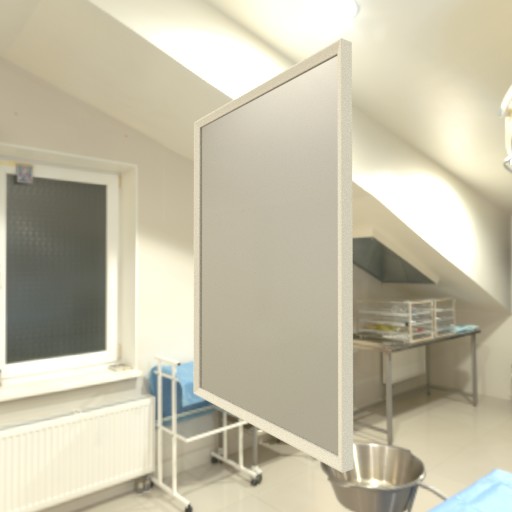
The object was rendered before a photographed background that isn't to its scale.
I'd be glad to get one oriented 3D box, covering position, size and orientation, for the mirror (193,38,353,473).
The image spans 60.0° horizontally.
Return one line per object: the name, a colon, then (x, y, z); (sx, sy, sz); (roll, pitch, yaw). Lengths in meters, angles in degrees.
mirror: (0.000, 0.000, 1.359); (0.041, 1.016, 0.762); (1, -1, -35)
